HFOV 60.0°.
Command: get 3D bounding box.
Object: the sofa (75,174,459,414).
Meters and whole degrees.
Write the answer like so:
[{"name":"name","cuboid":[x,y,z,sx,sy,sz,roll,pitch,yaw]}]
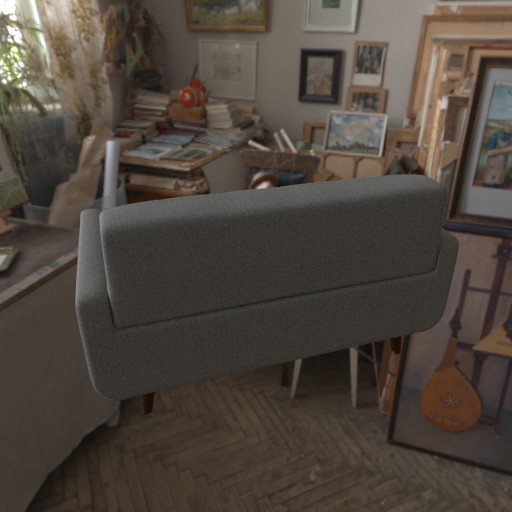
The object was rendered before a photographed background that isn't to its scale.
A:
[{"name":"sofa","cuboid":[0.000,0.000,2.245,1.651,0.925,0.952,-9,28,-16]}]
